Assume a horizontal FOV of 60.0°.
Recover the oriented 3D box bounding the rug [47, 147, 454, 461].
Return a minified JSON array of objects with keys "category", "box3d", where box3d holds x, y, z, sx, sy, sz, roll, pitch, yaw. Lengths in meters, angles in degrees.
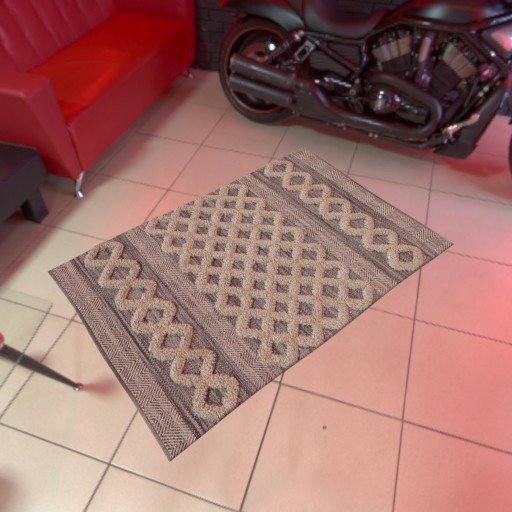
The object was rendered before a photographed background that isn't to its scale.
[{"category":"rug","box3d":[0.000,0.000,2.373,1.823,0.030,1.222,-31,54,-25]}]
